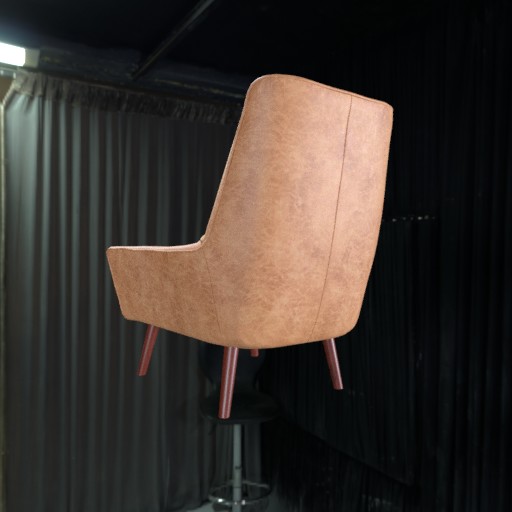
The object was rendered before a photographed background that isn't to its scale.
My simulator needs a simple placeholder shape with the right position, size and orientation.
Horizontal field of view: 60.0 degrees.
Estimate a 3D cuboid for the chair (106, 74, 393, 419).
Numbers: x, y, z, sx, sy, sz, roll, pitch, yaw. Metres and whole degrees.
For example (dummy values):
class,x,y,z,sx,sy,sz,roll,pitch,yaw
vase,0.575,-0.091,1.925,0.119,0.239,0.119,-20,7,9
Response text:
class,x,y,z,sx,sy,sz,roll,pitch,yaw
chair,0.000,0.000,1.481,0.753,0.883,0.851,0,1,-35
